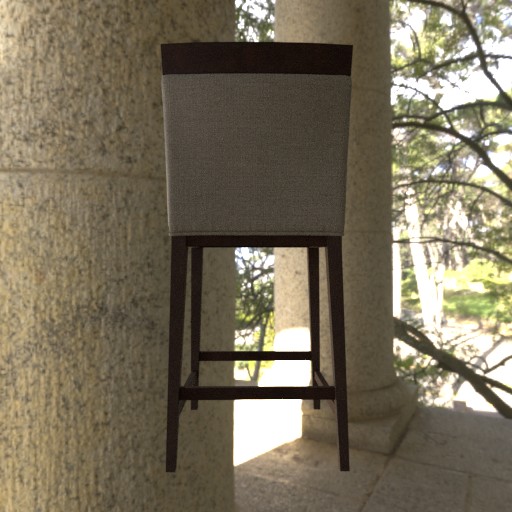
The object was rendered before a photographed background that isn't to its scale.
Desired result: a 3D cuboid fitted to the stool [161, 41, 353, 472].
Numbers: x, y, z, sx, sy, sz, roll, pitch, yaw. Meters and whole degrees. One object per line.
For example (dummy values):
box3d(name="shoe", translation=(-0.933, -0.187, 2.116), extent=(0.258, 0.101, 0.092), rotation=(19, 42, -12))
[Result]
box3d(name="stool", translation=(0.000, 0.000, 1.392), extent=(0.511, 1.117, 0.531), rotation=(0, -1, -1))
